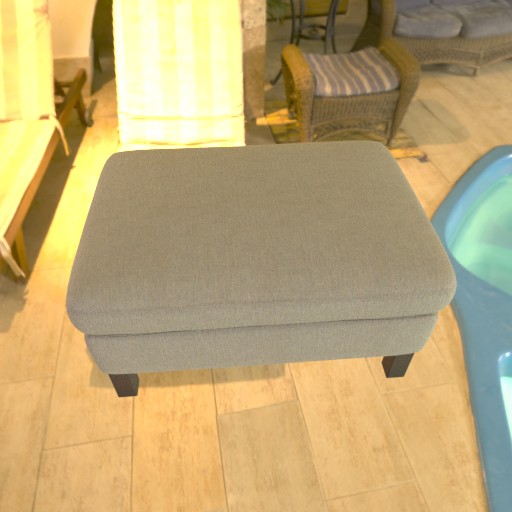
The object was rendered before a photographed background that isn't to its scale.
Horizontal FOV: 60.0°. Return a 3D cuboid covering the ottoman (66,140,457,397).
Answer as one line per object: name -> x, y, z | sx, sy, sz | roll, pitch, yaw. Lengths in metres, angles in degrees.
ottoman -> 0.000, 0.000, 1.057 | 0.735, 0.404, 0.528 | -3, 45, -3
